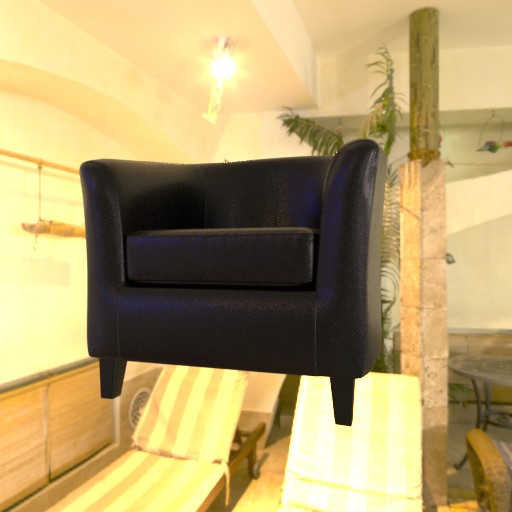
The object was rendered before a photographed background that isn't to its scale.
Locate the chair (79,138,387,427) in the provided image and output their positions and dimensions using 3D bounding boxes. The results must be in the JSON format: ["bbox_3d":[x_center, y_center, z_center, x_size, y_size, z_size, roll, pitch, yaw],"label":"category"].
[{"bbox_3d":[0.000,0.000,1.394,0.793,0.756,0.727,0,0,18],"label":"chair"}]
